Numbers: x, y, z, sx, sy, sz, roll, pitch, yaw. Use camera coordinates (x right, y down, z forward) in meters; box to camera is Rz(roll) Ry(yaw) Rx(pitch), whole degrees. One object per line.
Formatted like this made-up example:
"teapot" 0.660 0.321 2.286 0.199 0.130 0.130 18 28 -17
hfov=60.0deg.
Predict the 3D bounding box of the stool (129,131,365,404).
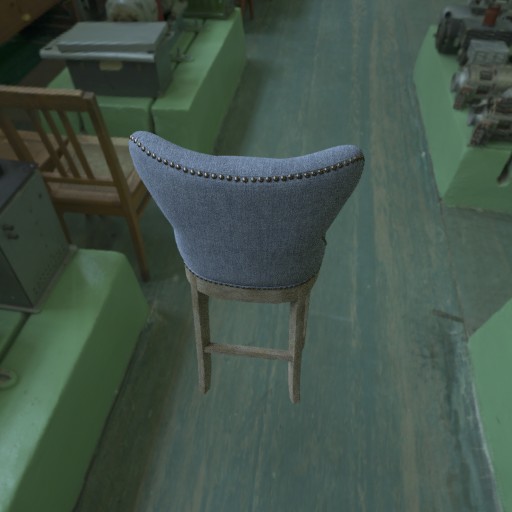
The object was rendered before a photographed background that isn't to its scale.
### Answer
"stool" 0.000 0.000 1.439 0.494 1.123 0.606 5 47 5
